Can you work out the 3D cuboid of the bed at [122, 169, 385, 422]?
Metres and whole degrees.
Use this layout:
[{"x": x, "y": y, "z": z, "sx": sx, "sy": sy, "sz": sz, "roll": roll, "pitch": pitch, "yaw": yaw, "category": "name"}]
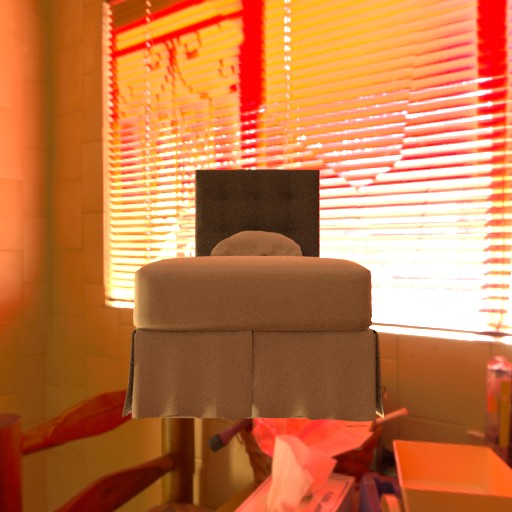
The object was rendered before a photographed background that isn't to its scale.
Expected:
[{"x": 0.000, "y": 0.000, "z": 3.076, "sx": 1.261, "sy": 1.571, "sz": 1.997, "roll": 0, "pitch": 0, "yaw": 1, "category": "bed"}]
